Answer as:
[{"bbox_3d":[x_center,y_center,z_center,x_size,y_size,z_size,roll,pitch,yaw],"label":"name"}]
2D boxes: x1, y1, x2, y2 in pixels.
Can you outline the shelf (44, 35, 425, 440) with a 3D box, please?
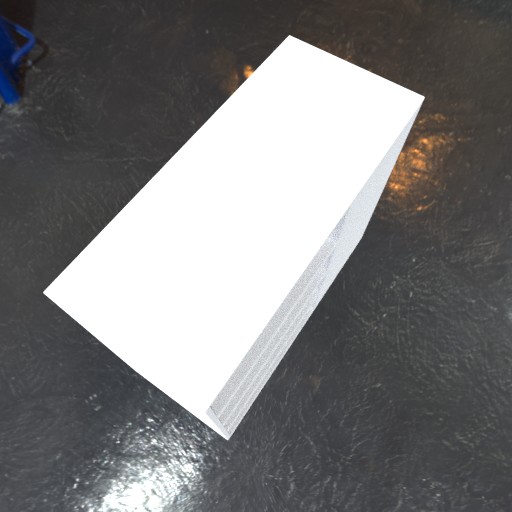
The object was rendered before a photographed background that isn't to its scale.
[{"bbox_3d":[0.000,0.000,1.306,0.396,0.732,0.895,32,68,14],"label":"shelf"}]
